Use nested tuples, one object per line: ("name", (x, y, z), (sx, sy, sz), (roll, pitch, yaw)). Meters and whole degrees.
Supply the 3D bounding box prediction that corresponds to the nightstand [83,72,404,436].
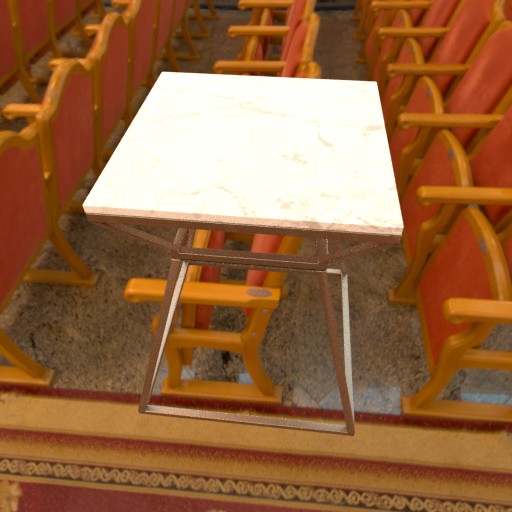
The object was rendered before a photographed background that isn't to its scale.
("nightstand", (0.000, 0.000, 0.891), (0.455, 0.554, 0.455), (4, 46, 4))
